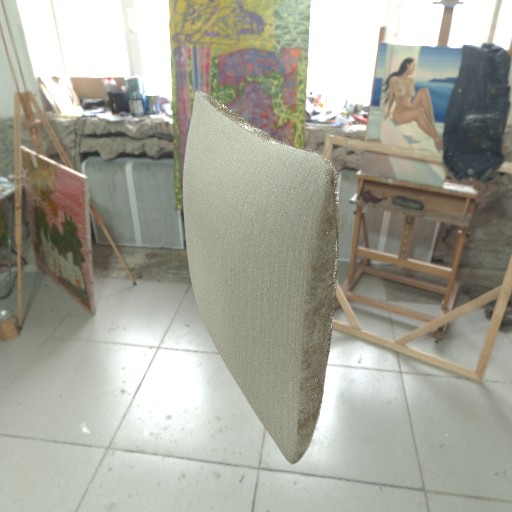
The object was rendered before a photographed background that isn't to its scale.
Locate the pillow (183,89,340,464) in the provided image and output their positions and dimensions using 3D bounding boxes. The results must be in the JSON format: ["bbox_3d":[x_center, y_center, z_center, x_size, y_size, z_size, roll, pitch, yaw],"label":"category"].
[{"bbox_3d":[0.000,0.000,0.825,0.216,0.525,0.538,-11,31,-18],"label":"pillow"}]
